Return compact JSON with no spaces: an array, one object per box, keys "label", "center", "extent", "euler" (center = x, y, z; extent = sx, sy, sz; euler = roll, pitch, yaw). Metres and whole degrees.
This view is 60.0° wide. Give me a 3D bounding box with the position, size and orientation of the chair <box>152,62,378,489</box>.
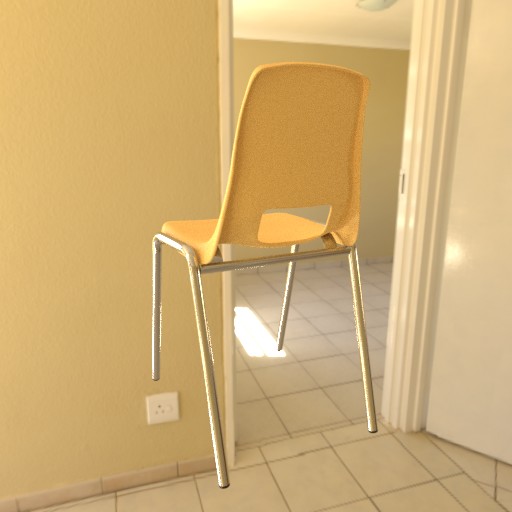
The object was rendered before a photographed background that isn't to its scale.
[{"label":"chair","center":[0.000,0.000,0.944],"extent":[0.381,0.704,0.436],"euler":[-7,16,-26]}]
